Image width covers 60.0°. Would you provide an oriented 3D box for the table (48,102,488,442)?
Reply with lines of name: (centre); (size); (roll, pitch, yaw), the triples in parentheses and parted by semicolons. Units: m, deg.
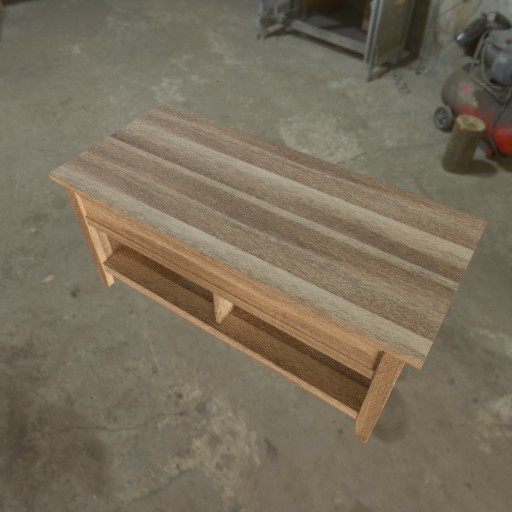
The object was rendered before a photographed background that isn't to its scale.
table: (0.000, 0.000, 1.371); (1.095, 0.480, 0.493); (26, 52, 22)
